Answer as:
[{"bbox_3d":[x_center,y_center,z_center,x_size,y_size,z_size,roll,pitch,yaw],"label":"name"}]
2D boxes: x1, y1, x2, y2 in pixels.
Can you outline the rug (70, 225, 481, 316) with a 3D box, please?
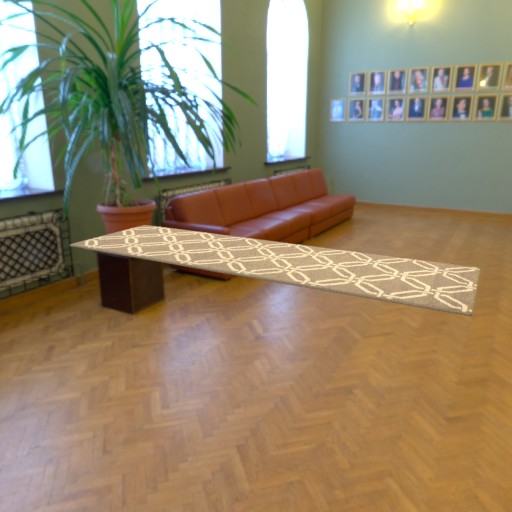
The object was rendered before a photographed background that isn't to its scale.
[{"bbox_3d":[0.000,0.000,2.525,2.276,0.014,0.678,8,18,27],"label":"rug"}]
